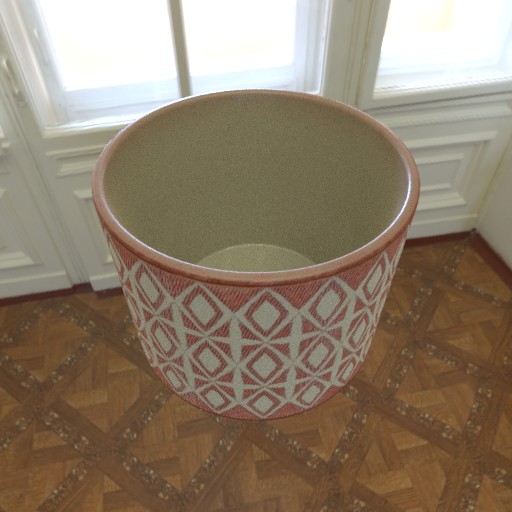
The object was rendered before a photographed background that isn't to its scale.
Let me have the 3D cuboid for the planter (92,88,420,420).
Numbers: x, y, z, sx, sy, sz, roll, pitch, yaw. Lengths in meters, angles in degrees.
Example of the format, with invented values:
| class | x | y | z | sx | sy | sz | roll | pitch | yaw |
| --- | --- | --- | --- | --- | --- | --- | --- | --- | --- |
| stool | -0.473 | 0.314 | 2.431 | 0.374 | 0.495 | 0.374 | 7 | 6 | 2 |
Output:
| class | x | y | z | sx | sy | sz | roll | pitch | yaw |
| --- | --- | --- | --- | --- | --- | --- | --- | --- | --- |
| planter | 0.000 | 0.000 | 0.463 | 0.273 | 0.237 | 0.273 | 0 | 46 | 0 |
